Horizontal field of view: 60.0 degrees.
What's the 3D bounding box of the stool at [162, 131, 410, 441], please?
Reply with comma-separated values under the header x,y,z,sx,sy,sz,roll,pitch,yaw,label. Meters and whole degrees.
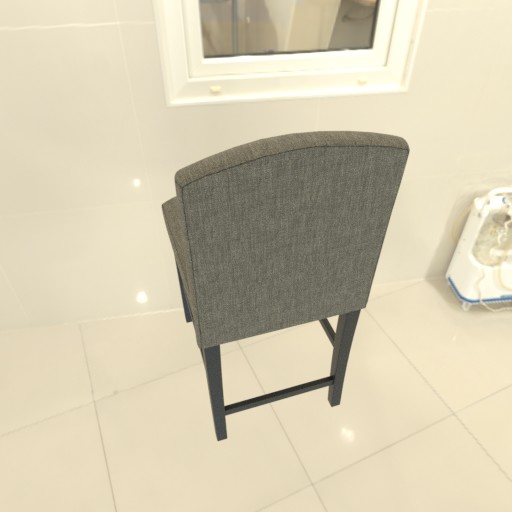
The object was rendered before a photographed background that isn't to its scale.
x,y,z,sx,sy,sz,roll,pitch,yaw,label
0.000,0.000,1.264,0.451,0.966,0.552,-12,43,-13,stool
